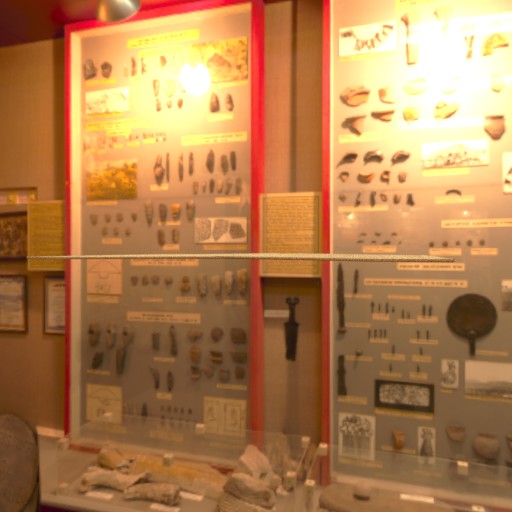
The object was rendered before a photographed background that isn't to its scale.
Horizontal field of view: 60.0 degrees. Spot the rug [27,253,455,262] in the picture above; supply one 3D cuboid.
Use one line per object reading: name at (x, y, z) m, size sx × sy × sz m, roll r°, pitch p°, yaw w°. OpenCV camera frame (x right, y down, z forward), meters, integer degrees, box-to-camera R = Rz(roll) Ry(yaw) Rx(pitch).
rug at (0.000, 0.000, 2.966) m, size 2.283 × 0.030 × 1.596 m, roll 0°, pitch 1°, yaw 18°
